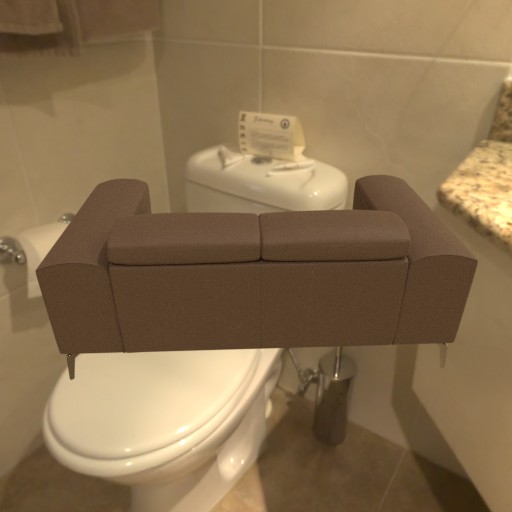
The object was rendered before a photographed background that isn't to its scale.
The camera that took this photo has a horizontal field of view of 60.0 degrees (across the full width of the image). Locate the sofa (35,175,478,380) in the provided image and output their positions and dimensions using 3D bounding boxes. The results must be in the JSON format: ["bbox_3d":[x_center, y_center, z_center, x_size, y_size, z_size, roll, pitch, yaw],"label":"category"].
[{"bbox_3d":[0.000,0.000,2.393,1.895,0.779,1.003,-1,31,-2],"label":"sofa"}]
